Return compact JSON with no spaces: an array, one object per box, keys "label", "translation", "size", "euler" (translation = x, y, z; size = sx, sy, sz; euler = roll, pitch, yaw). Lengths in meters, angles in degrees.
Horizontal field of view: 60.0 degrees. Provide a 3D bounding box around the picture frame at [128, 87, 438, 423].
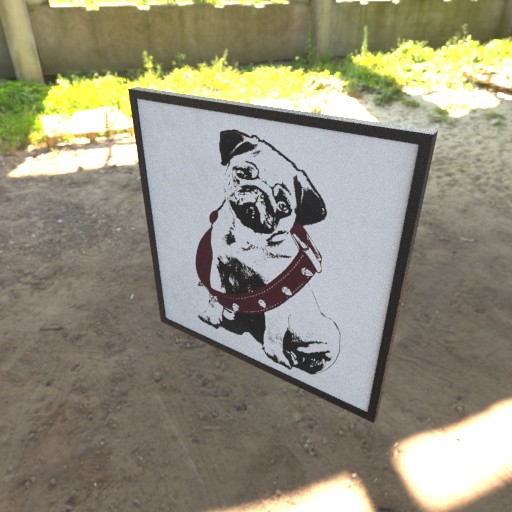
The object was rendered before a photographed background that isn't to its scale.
[{"label":"picture frame","translation":[0.000,0.000,1.180],"size":[0.775,0.775,0.032],"euler":[19,36,28]}]
